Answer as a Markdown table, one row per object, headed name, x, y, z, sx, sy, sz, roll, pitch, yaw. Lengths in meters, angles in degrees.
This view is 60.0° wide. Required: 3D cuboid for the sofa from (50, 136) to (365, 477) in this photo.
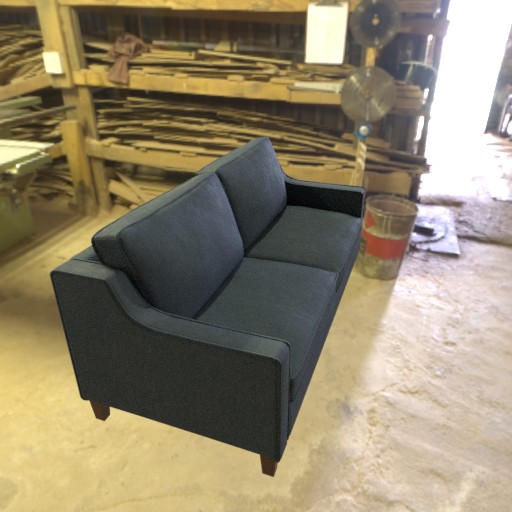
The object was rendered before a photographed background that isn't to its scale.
| name | x | y | z | sx | sy | sz | roll | pitch | yaw |
| --- | --- | --- | --- | --- | --- | --- | --- | --- | --- |
| sofa | 0.000 | 0.000 | 2.773 | 1.066 | 1.071 | 2.178 | 10 | 28 | 18 |
